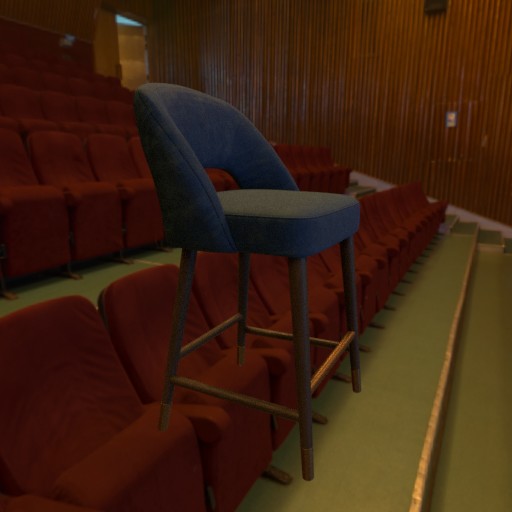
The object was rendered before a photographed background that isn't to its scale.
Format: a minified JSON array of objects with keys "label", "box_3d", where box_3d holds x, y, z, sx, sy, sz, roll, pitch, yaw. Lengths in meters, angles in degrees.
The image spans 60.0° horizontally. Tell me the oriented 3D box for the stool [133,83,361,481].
[{"label":"stool","box_3d":[0.000,0.000,1.232,0.524,0.925,0.536,6,14,26]}]
